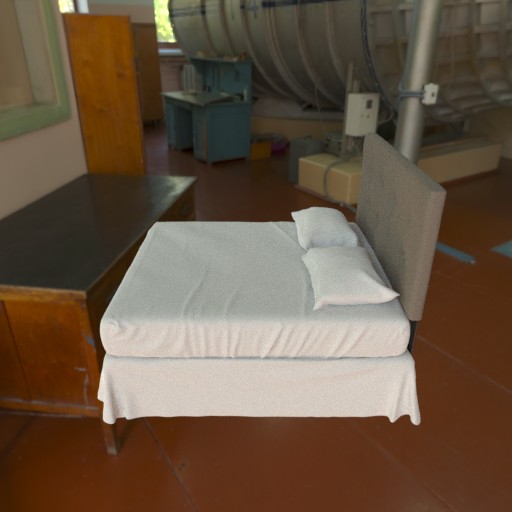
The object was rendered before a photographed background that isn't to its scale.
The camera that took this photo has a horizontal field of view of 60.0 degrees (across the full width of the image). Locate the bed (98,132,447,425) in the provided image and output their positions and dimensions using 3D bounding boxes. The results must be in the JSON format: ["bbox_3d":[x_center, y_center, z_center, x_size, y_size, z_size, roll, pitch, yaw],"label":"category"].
[{"bbox_3d":[0.000,0.000,3.425,2.222,1.577,1.936,0,26,0],"label":"bed"}]
